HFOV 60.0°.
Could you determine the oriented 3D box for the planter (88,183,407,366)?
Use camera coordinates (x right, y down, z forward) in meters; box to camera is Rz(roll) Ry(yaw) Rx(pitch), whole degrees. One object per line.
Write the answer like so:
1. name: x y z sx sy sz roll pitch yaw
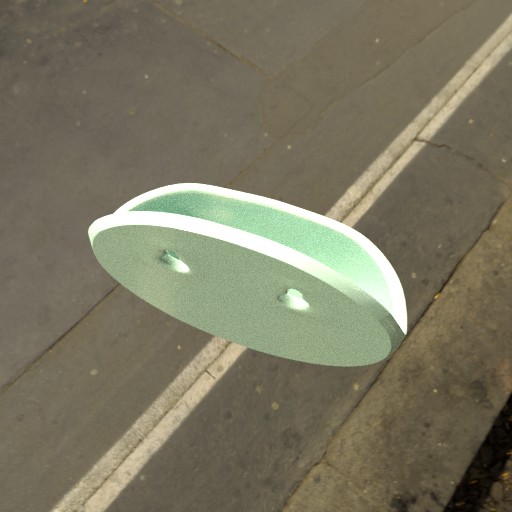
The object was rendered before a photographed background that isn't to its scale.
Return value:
1. planter: 0.000 0.000 0.272 0.189 0.164 0.073 17 65 8
